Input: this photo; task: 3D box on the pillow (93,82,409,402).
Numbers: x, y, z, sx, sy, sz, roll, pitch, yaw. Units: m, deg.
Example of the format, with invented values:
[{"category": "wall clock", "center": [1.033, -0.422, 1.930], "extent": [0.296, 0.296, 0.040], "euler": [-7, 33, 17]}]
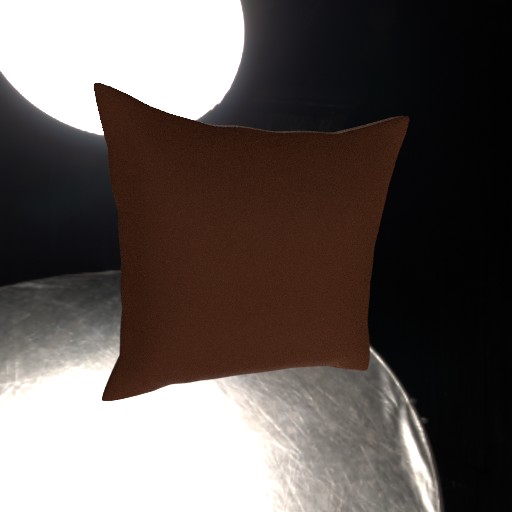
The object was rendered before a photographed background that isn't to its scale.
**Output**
[{"category": "pillow", "center": [0.000, 0.000, 0.667], "extent": [0.453, 0.430, 0.200], "euler": [0, 1, -18]}]
